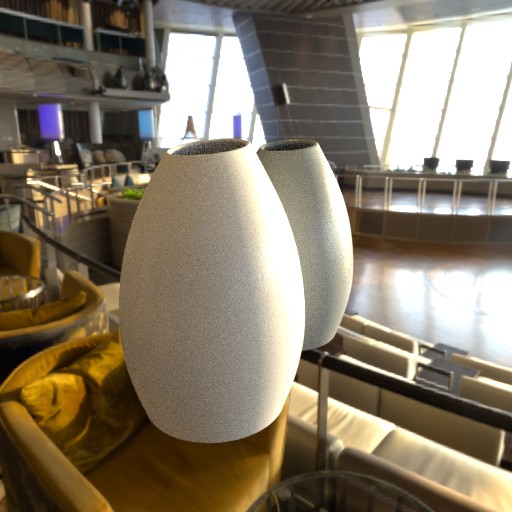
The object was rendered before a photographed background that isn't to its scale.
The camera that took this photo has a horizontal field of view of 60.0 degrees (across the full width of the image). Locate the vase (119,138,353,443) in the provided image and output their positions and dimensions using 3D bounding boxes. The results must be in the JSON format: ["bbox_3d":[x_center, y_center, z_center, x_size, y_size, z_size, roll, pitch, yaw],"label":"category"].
[{"bbox_3d":[0.000,0.000,0.257,0.089,0.131,0.187,7,16,24],"label":"vase"}]
